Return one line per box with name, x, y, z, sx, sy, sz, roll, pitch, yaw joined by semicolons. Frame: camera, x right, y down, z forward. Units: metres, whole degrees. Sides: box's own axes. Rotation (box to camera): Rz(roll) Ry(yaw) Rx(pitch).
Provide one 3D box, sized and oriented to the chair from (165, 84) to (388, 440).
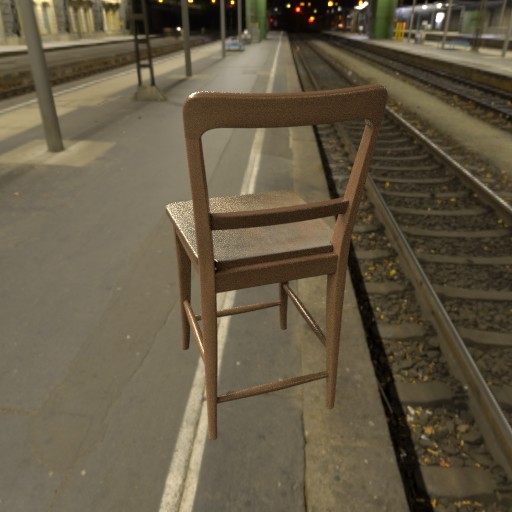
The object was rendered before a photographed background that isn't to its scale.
chair;0.000;0.000;1.309;0.450;0.991;0.546;-9;29;-16
